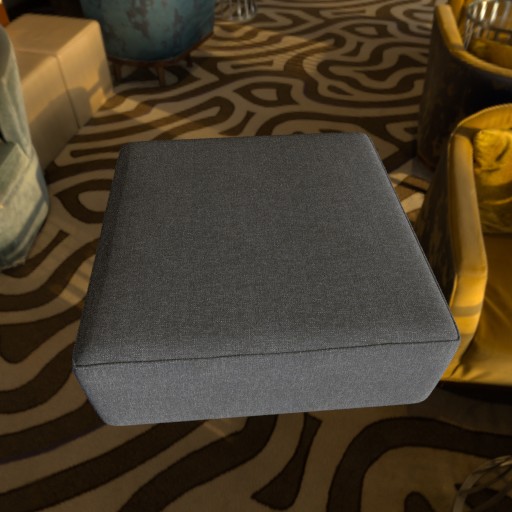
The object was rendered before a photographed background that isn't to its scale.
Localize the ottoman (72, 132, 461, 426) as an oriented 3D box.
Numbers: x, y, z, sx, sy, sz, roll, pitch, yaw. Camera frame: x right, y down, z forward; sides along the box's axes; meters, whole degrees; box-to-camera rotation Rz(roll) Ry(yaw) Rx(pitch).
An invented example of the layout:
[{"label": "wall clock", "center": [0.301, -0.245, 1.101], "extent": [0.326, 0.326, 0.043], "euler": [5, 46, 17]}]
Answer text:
[{"label": "ottoman", "center": [0.000, 0.000, 1.535], "extent": [1.000, 0.439, 1.000], "euler": [-3, 47, -3]}]
